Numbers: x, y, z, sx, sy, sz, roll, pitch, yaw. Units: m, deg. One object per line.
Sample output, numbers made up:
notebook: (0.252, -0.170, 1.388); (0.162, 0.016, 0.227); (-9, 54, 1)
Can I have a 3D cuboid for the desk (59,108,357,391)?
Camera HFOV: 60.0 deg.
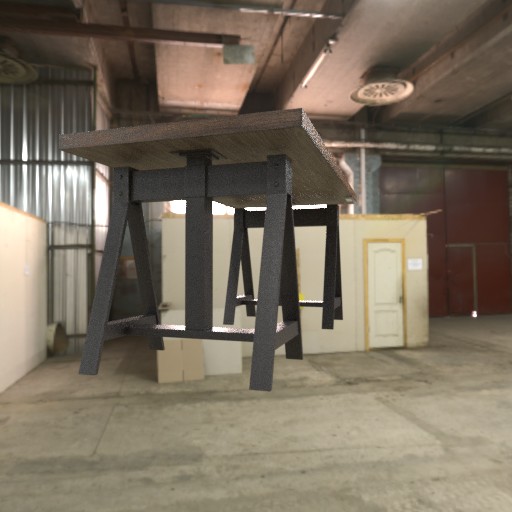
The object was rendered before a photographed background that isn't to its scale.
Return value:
desk: (0.000, 0.000, 1.963); (0.784, 0.725, 1.543); (0, -1, 18)
